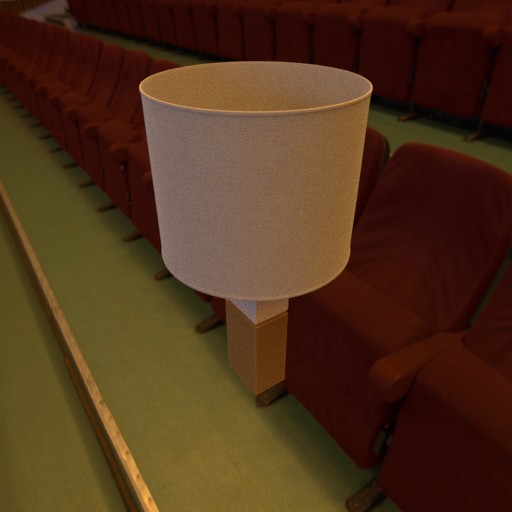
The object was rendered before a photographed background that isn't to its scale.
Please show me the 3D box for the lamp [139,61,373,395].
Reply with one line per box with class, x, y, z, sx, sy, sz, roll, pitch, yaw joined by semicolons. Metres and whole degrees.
lamp;0.000;0.000;0.558;0.229;0.417;0.229;-21;38;-29
